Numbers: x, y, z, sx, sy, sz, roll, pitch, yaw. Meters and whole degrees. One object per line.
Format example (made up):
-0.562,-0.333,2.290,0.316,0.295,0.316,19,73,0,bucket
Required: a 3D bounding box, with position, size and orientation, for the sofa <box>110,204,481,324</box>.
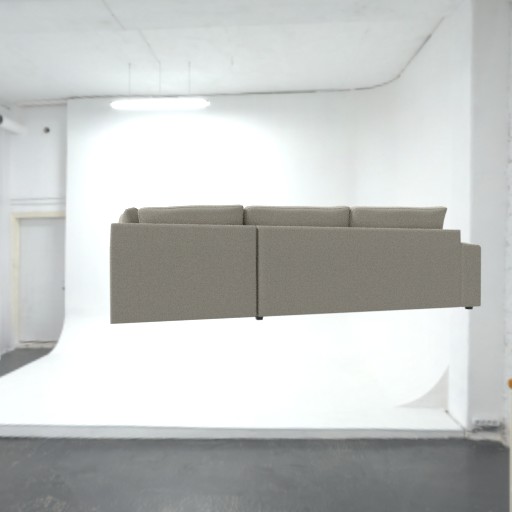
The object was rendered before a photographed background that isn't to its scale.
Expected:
0.000,0.000,4.886,3.066,0.918,3.206,0,1,-18,sofa
